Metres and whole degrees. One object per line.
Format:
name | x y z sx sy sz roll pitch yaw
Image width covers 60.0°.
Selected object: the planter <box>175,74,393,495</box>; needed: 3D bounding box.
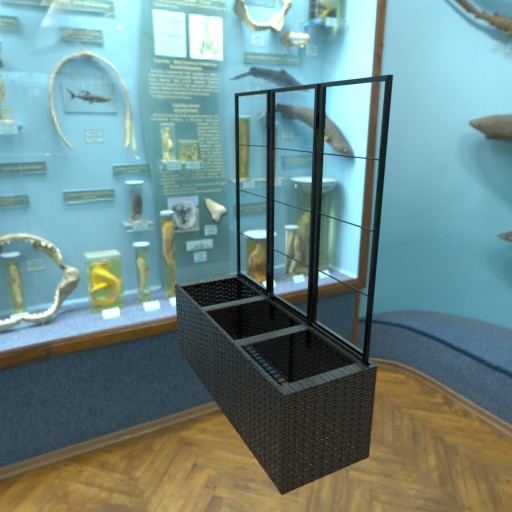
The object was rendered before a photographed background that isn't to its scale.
planter | 0.000 0.000 1.164 0.244 0.841 0.699 -9 19 -26
